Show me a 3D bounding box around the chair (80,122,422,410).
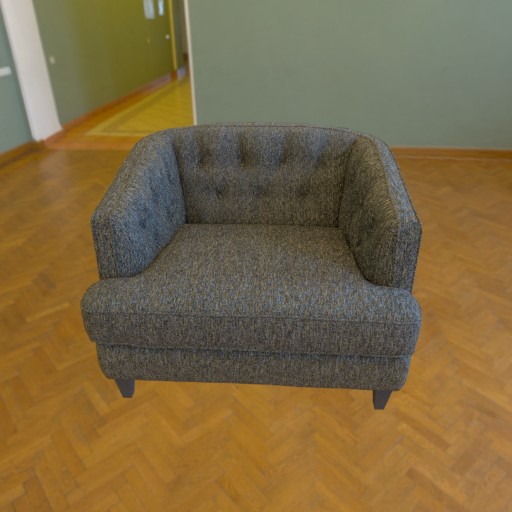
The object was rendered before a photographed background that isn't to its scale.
[{"bbox_3d":[0.000,0.000,1.772,1.104,0.852,0.941,2,29,3],"label":"chair"}]
